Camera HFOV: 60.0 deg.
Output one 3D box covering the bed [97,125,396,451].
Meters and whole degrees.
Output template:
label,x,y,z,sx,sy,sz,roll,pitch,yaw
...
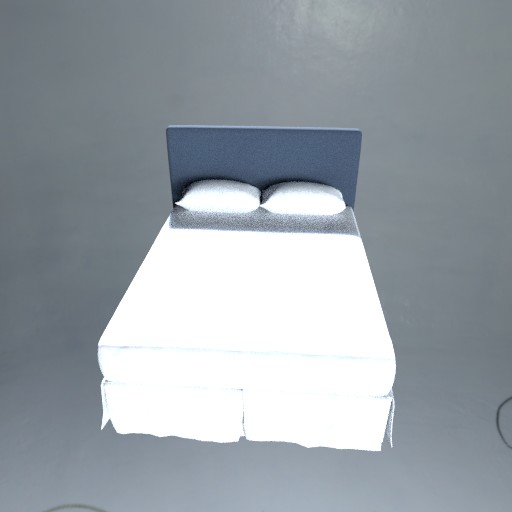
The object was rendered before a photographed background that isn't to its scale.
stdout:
label,x,y,z,sx,sy,sz,roll,pitch,yaw
bed,0.000,0.000,3.168,1.713,1.330,2.162,2,30,3
